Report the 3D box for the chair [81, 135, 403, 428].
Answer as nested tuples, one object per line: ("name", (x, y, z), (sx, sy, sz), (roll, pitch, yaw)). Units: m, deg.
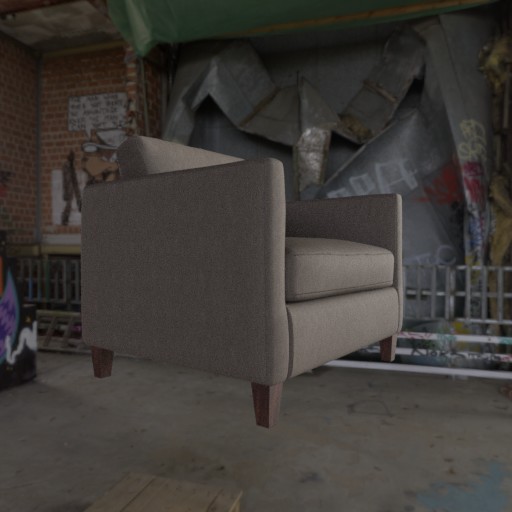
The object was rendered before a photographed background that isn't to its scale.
("chair", (0.000, 0.000, 1.898), (0.959, 0.963, 1.107), (1, 1, 37))
